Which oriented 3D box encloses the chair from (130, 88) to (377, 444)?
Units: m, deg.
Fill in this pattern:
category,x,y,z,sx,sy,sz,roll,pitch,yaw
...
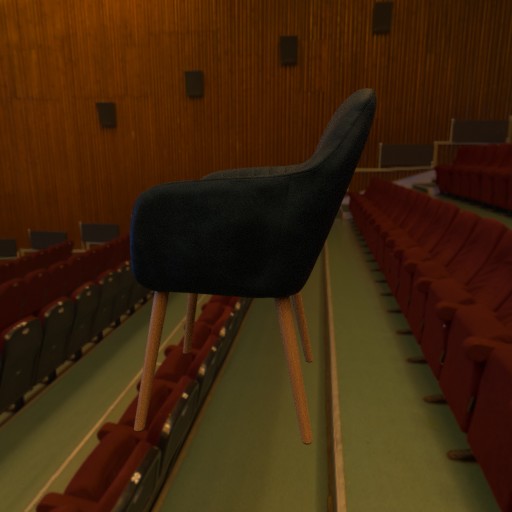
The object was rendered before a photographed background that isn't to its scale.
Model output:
category,x,y,z,sx,sy,sz,roll,pitch,yaw
chair,0.000,0.000,1.219,0.573,0.826,0.578,2,14,7
